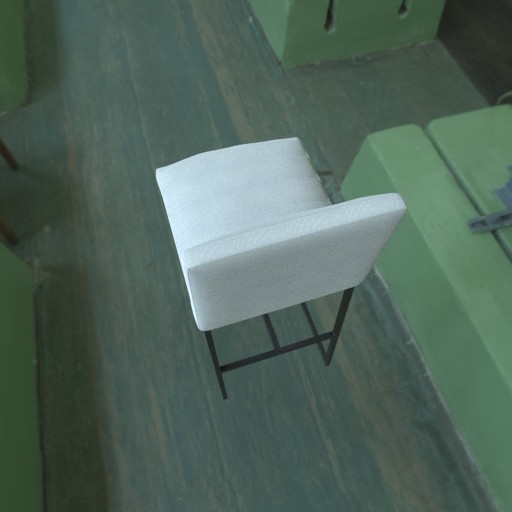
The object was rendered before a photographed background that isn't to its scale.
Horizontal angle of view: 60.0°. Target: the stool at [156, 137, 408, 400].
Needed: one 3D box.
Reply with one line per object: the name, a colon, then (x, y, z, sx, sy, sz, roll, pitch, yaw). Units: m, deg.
stool: (0.000, 0.000, 1.393, 0.464, 1.061, 0.573, -16, 61, -9)
